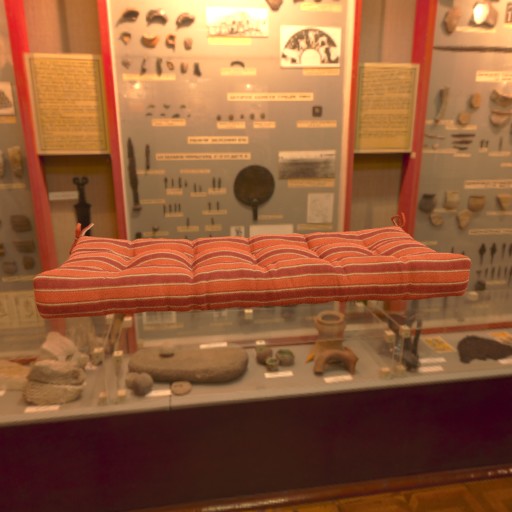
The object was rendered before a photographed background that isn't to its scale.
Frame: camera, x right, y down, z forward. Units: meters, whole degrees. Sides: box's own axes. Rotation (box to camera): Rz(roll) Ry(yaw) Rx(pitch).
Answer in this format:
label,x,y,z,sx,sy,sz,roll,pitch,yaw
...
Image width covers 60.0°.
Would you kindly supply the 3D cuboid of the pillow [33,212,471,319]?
label,x,y,z,sx,sy,sz,roll,pitch,yaw
pillow,0.000,0.000,1.353,1.194,0.174,0.511,-2,17,-8
